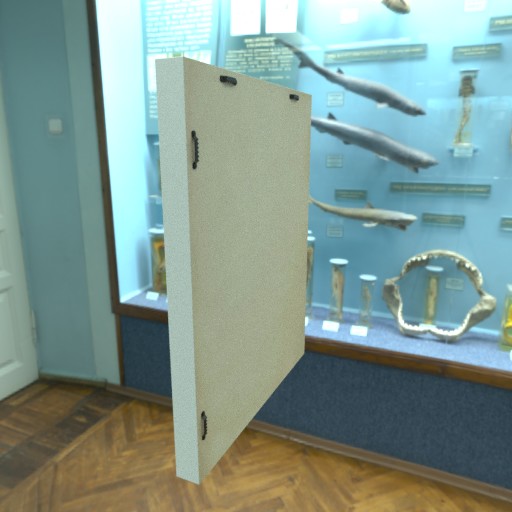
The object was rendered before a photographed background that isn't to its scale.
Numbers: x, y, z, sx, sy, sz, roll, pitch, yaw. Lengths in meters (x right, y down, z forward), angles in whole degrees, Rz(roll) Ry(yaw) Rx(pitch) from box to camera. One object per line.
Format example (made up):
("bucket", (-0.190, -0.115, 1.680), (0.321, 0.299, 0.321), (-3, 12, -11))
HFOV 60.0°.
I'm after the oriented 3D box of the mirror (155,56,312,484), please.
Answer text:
("mirror", (0.000, 0.000, 0.689), (0.041, 0.509, 0.406), (7, 16, 24))
